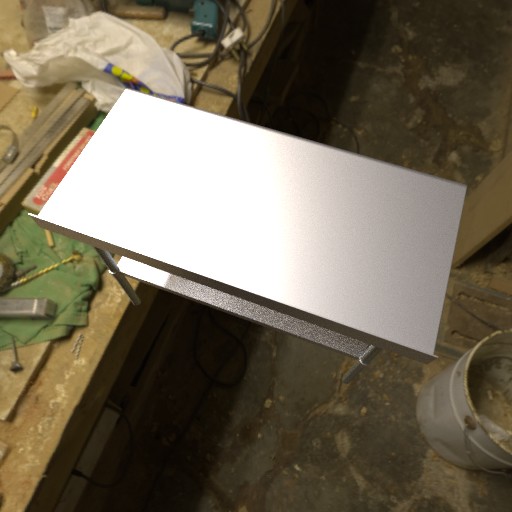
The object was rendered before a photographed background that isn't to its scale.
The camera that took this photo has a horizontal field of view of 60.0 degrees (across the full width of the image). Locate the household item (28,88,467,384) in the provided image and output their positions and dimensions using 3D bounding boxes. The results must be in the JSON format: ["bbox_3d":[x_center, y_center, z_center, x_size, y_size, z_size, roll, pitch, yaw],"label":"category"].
[{"bbox_3d":[0.000,0.000,1.732,1.219,0.851,0.610,19,65,9],"label":"household item"}]
